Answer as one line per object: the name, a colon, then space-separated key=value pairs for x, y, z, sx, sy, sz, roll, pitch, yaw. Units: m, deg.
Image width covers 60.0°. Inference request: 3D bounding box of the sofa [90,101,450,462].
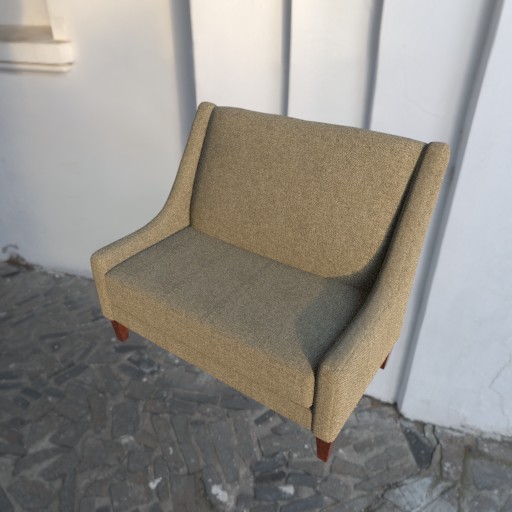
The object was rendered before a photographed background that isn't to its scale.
sofa: x=0.000 y=0.000 z=1.931 sx=1.242 sy=1.021 sz=0.870 roll=20 pitch=37 yaw=29
